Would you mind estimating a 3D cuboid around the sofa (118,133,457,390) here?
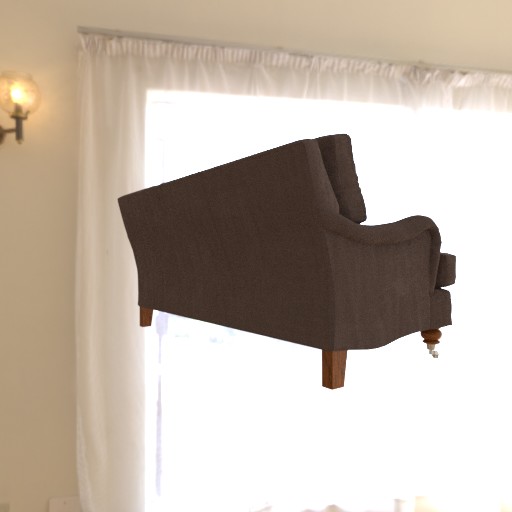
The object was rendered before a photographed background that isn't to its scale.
[{"bbox_3d":[0.000,0.000,2.829,1.086,1.087,2.165,0,0,-36],"label":"sofa"}]
